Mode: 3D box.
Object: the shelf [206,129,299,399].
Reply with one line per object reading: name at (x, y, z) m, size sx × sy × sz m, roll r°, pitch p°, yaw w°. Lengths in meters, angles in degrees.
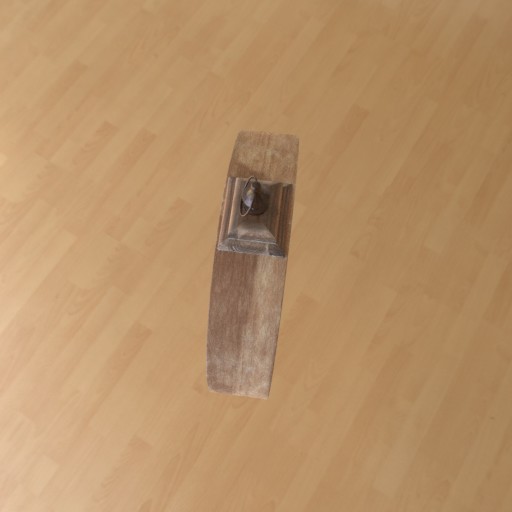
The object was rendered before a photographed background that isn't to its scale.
shelf at (0.000, 0.000, 0.991) m, size 0.125 × 0.725 × 0.601 m, roll 7°, pitch 73°, yaw 2°
